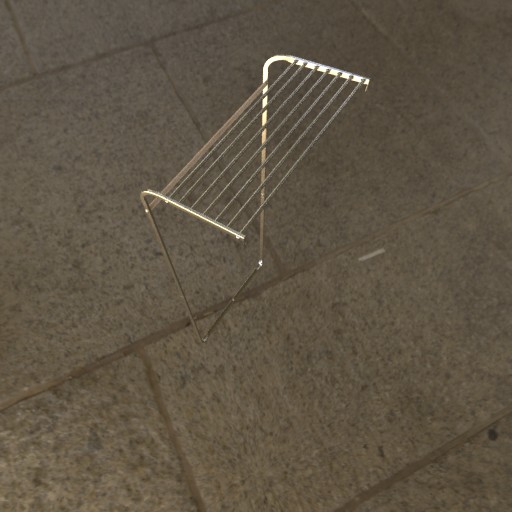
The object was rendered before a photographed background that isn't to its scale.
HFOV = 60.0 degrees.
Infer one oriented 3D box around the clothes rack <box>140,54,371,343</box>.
[{"bbox_3d":[0.000,0.000,1.846,0.349,1.574,0.609,31,68,15],"label":"clothes rack"}]
